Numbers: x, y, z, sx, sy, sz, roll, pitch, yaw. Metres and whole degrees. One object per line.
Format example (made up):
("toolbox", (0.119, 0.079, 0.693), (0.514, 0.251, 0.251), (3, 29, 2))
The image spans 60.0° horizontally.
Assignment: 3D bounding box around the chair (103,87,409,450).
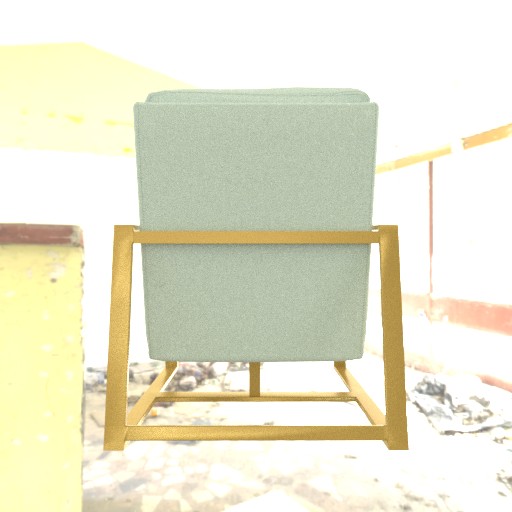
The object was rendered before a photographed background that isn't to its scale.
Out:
("chair", (0.000, 0.000, 1.497), (0.758, 0.956, 0.813), (0, 0, 0))
